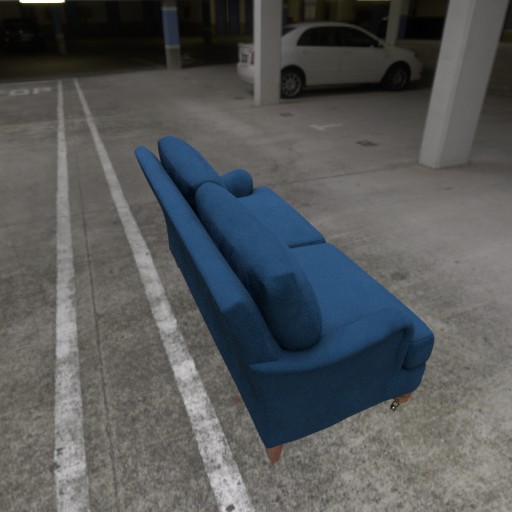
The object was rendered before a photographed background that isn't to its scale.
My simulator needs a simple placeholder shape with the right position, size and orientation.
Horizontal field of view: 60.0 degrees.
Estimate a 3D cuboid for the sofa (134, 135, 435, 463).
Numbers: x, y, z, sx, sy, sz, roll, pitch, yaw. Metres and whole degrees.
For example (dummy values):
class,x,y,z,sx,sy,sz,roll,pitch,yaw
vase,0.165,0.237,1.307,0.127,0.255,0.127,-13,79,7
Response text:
class,x,y,z,sx,sy,sz,roll,pitch,yaw
sofa,0.000,0.000,2.789,1.084,1.101,2.141,-12,33,-19
